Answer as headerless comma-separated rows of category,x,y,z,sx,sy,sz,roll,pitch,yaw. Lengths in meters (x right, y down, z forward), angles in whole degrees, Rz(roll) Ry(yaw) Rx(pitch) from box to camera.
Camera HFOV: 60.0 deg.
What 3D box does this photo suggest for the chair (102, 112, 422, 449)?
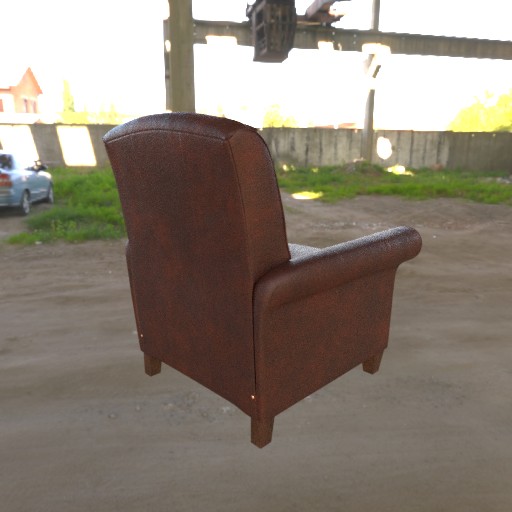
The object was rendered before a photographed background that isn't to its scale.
chair,0.000,0.000,1.791,0.902,1.061,0.978,-13,19,-43
